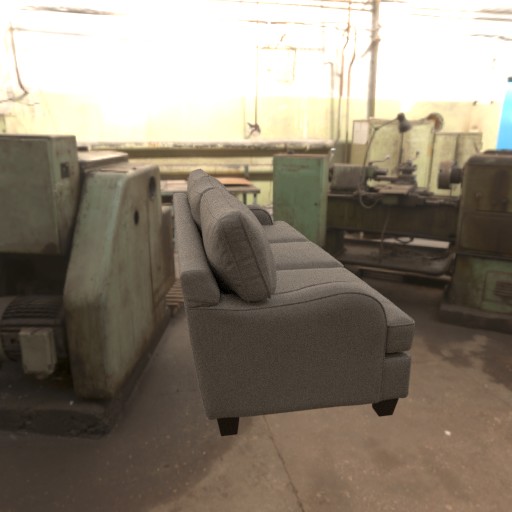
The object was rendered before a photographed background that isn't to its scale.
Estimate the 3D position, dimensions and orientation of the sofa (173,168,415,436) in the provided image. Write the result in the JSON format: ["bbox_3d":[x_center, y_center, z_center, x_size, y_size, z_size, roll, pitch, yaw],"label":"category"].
[{"bbox_3d":[0.000,0.000,2.894,1.016,0.991,2.323,-3,16,-10],"label":"sofa"}]
